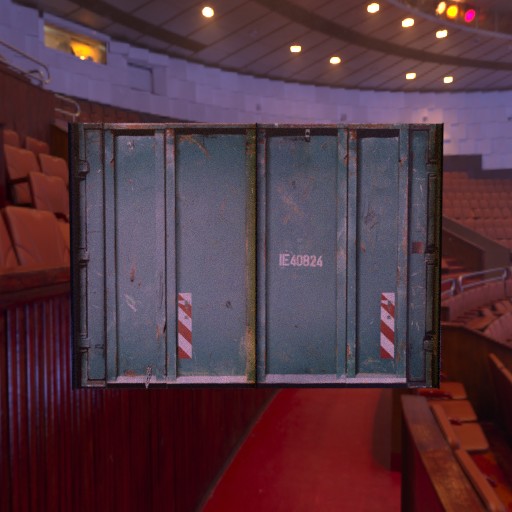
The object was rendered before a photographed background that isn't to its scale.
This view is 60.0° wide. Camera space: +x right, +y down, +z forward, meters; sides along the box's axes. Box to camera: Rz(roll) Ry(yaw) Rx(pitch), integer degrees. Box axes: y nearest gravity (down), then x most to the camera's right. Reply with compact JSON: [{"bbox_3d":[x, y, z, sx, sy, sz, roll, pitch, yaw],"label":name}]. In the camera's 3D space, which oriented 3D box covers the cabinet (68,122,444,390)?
[{"bbox_3d":[0.000,0.000,3.913,3.001,2.160,0.680,0,2,0],"label":"cabinet"}]
